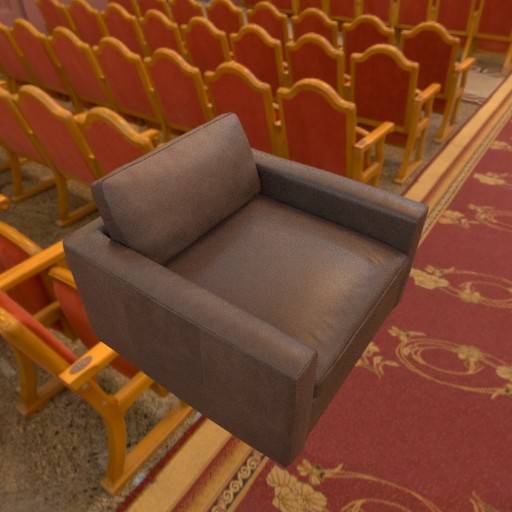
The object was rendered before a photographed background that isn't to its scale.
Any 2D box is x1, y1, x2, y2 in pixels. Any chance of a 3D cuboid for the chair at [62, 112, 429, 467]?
[{"bbox_3d":[0.000,0.000,1.840,1.069,0.812,1.100,25,45,27],"label":"chair"}]
